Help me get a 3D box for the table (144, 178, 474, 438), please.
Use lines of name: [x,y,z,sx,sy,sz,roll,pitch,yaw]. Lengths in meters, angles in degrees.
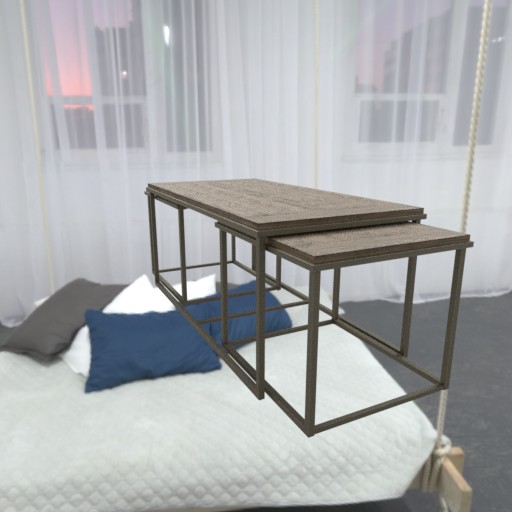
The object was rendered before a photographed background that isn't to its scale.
table: [0.000,0.000,1.505,0.489,0.427,1.312,-7,17,-26]
